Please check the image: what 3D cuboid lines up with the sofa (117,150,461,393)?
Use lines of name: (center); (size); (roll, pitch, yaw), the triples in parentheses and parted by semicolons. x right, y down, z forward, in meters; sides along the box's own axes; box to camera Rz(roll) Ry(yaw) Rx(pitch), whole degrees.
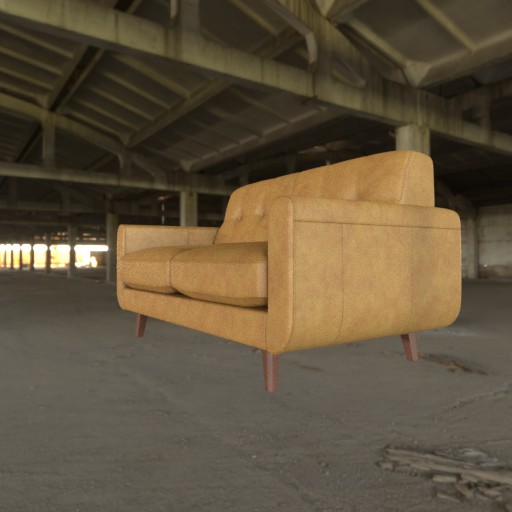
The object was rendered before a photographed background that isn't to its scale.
sofa: (0.000, 0.000, 2.247); (0.952, 0.925, 1.651); (0, 0, -35)
